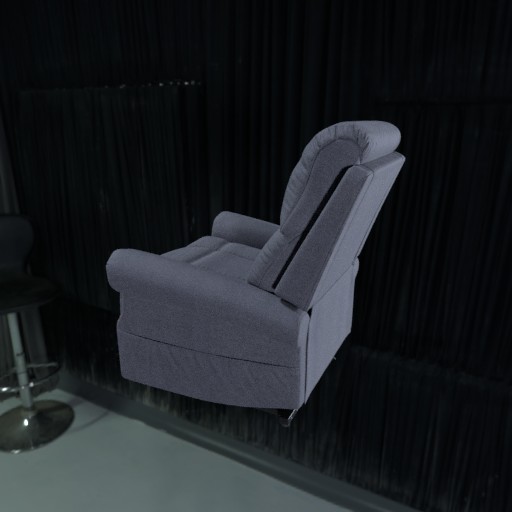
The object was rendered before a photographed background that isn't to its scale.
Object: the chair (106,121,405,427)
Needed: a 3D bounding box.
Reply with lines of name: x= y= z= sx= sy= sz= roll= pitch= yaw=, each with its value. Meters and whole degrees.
chair: x=0.000 y=0.000 z=1.766 sx=0.979 sy=1.031 sz=0.871 roll=8 pitch=19 yaw=25
